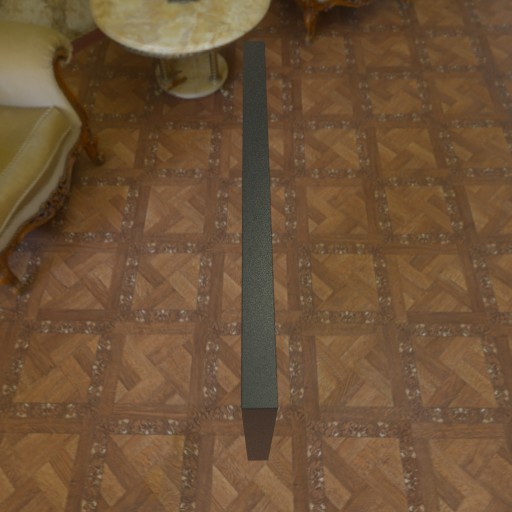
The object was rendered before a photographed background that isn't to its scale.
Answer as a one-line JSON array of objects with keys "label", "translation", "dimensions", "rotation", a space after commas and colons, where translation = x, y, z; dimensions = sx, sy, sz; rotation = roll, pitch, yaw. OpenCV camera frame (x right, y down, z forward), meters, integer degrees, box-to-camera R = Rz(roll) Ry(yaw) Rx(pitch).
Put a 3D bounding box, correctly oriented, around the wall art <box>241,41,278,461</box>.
[{"label": "wall art", "translation": [0.000, 0.000, 1.200], "dimensions": [0.058, 0.640, 0.939], "rotation": [-1, 59, 0]}]
